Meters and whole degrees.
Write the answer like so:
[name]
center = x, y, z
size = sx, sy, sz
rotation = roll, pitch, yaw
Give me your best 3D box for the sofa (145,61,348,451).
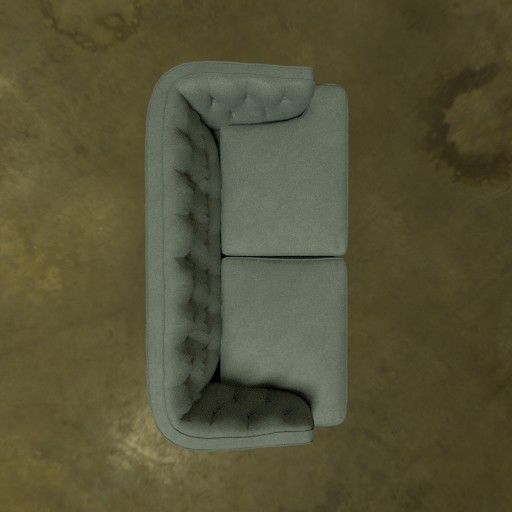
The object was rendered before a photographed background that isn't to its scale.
[sofa]
center = 0.000, 0.000, 2.270
size = 0.941, 0.855, 1.733
rotation = 0, 91, 0
